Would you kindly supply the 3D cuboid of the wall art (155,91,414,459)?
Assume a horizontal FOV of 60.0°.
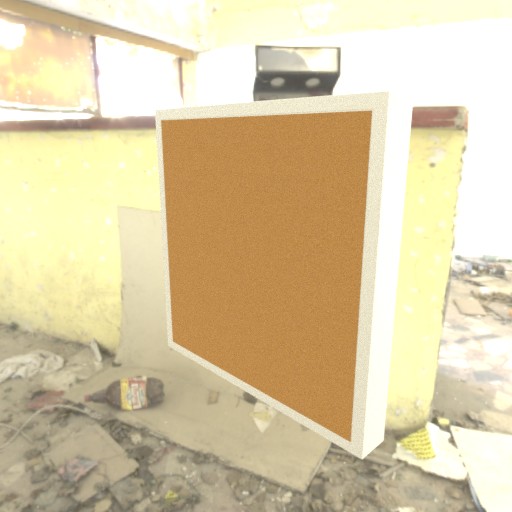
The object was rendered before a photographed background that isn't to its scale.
[{"bbox_3d":[0.000,0.000,0.468,0.037,0.305,0.305,-14,21,-42],"label":"wall art"}]
